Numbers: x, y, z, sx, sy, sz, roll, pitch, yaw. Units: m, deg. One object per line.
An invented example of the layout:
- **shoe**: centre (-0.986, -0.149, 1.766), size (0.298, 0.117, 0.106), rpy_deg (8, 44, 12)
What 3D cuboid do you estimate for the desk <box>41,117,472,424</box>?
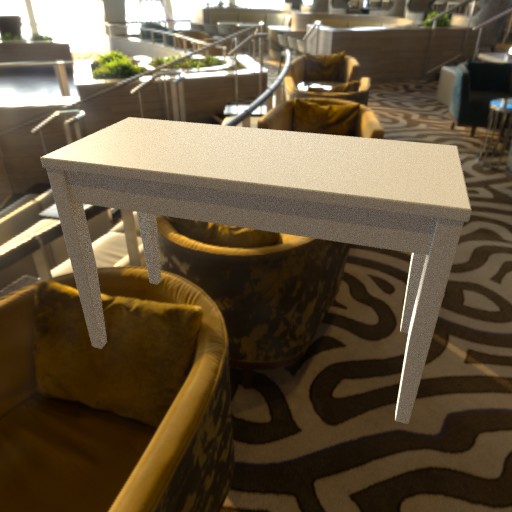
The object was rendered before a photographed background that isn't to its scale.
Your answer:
- **desk**: centre (0.000, 0.000, 1.600), size (1.220, 0.775, 0.508), rpy_deg (9, 33, 15)
